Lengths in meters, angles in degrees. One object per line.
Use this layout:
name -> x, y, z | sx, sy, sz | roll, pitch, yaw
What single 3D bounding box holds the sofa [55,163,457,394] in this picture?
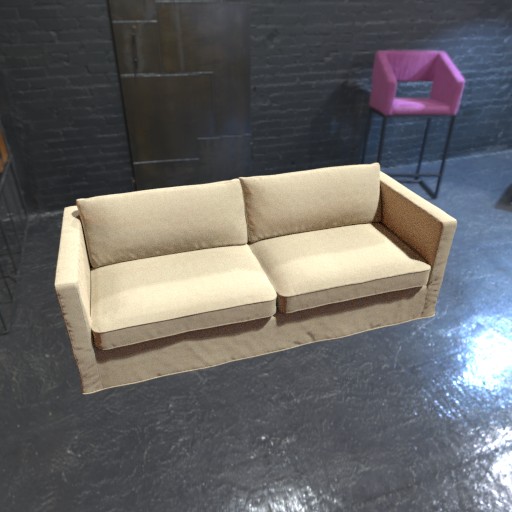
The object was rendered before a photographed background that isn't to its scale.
sofa -> 0.000, 0.000, 2.884 | 2.312, 0.853, 0.962 | -9, 33, -15
